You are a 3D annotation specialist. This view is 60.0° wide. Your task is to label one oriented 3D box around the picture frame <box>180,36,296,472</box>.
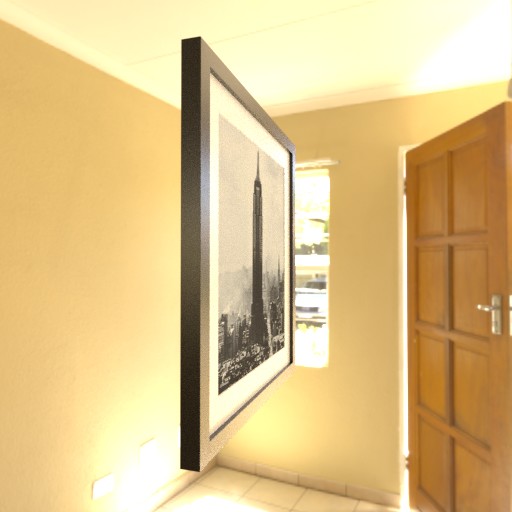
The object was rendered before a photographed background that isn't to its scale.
[{"bbox_3d":[0.000,0.000,0.837,0.029,0.557,0.559,0,-1,18],"label":"picture frame"}]
